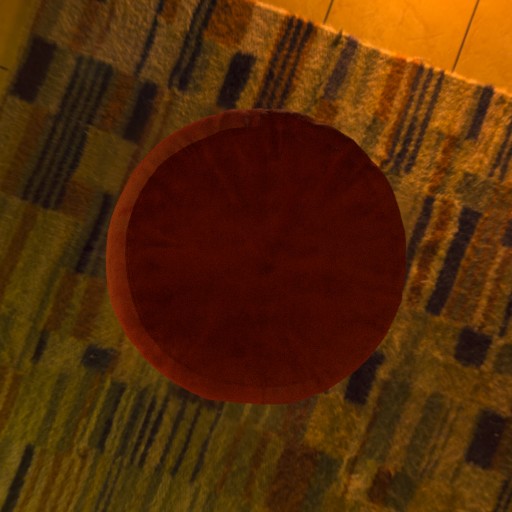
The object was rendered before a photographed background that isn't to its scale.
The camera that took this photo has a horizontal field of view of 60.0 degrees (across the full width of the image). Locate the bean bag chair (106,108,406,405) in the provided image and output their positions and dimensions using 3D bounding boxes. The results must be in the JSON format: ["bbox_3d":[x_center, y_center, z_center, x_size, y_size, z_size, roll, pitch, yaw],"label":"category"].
[{"bbox_3d":[0.000,0.000,1.976,1.219,0.762,1.219,0,89,-1],"label":"bean bag chair"}]
